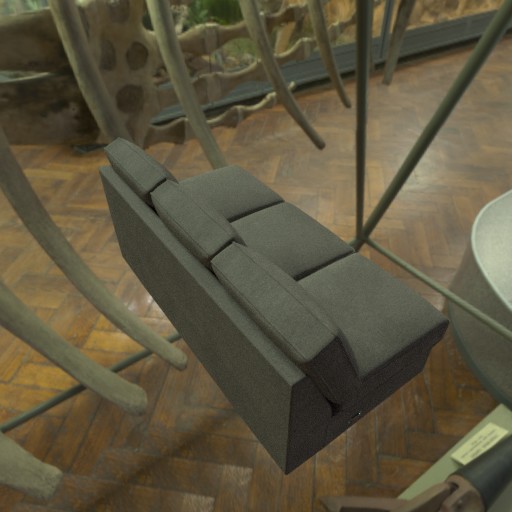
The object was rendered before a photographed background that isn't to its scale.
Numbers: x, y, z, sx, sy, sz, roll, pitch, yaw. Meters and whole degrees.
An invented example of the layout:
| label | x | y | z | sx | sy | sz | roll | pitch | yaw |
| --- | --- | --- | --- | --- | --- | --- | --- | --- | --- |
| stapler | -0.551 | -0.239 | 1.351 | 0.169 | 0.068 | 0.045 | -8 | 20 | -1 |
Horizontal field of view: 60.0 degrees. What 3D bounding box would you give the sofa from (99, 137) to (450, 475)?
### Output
| label | x | y | z | sx | sy | sz | roll | pitch | yaw |
| --- | --- | --- | --- | --- | --- | --- | --- | --- | --- |
| sofa | 0.000 | 0.000 | 2.546 | 1.027 | 0.973 | 1.962 | -25 | 46 | -26 |
